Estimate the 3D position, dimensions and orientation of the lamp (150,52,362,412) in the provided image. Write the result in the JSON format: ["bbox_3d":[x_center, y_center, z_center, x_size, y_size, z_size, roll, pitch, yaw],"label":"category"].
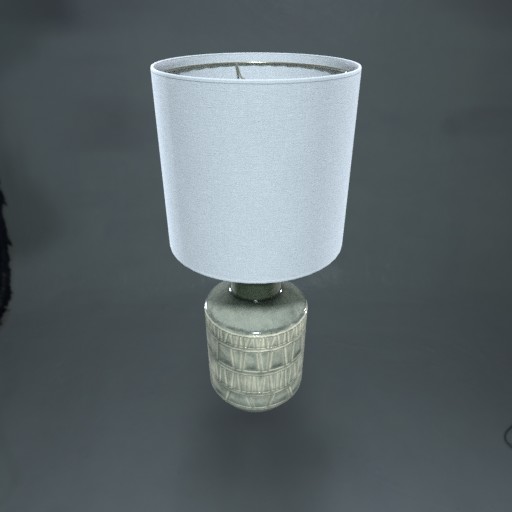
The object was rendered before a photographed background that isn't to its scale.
[{"bbox_3d":[0.000,0.000,0.566,0.211,0.455,0.211,0,30,0],"label":"lamp"}]
